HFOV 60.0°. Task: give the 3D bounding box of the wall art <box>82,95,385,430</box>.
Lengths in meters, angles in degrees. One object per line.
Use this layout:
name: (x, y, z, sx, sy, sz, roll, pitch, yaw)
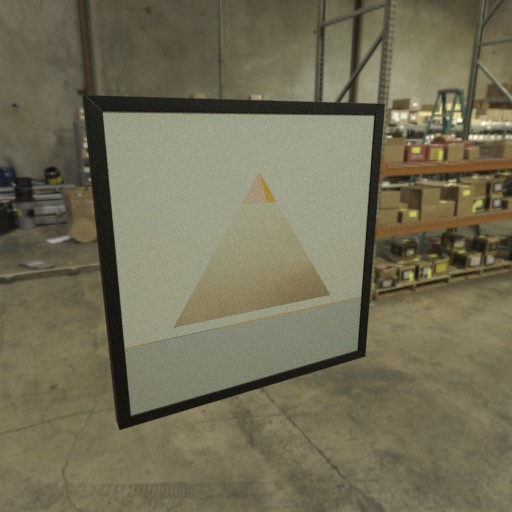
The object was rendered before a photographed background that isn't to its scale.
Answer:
wall art: (0.000, 0.000, 1.156, 0.769, 0.766, 0.042, -8, 18, -26)
